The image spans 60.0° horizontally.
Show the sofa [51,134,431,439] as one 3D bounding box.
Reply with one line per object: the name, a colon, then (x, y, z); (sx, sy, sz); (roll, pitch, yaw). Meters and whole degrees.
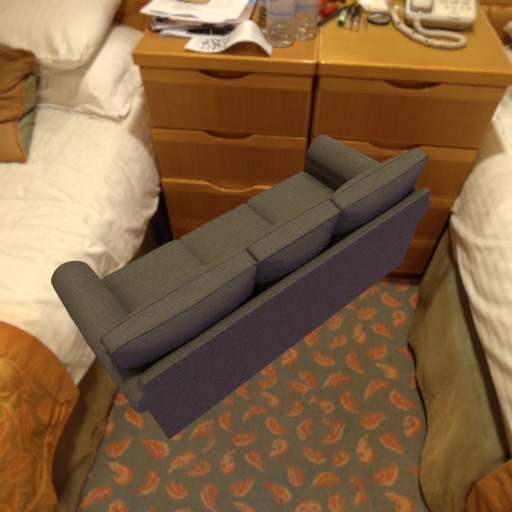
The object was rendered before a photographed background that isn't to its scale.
sofa: (0.000, 0.000, 2.632); (2.084, 0.966, 0.909); (-31, 55, -25)
